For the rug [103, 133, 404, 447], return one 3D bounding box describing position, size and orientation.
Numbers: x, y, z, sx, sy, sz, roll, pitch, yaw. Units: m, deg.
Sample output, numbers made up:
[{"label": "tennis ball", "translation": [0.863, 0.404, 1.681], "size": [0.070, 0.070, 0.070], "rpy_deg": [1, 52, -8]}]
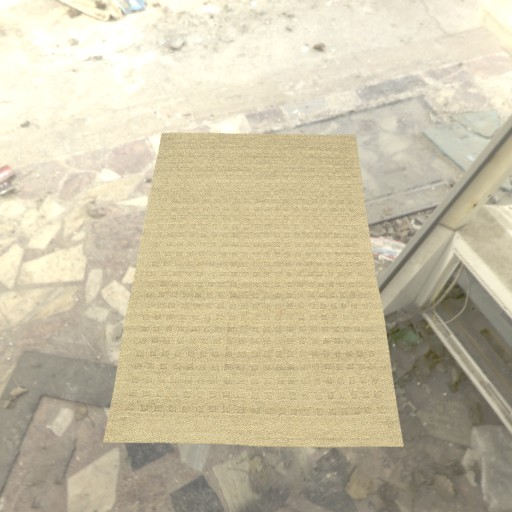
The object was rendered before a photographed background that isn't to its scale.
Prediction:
[{"label": "rug", "translation": [0.000, 0.000, 2.870], "size": [1.532, 0.018, 2.297], "rpy_deg": [1, 57, 0]}]
